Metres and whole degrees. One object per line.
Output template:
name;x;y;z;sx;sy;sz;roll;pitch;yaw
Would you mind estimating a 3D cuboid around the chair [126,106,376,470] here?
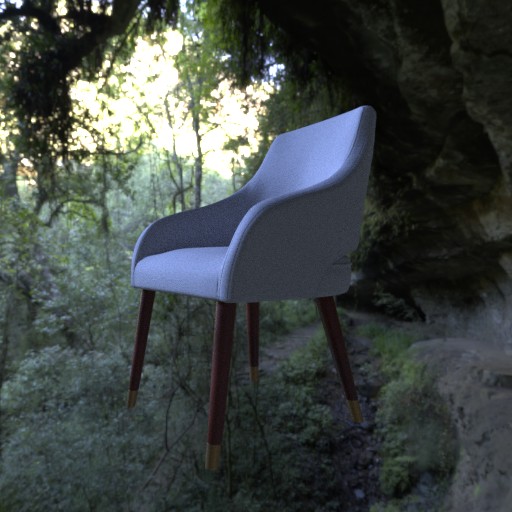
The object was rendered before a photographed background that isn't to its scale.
chair;0.000;0.000;1.292;0.600;0.889;0.609;0;0;-36
